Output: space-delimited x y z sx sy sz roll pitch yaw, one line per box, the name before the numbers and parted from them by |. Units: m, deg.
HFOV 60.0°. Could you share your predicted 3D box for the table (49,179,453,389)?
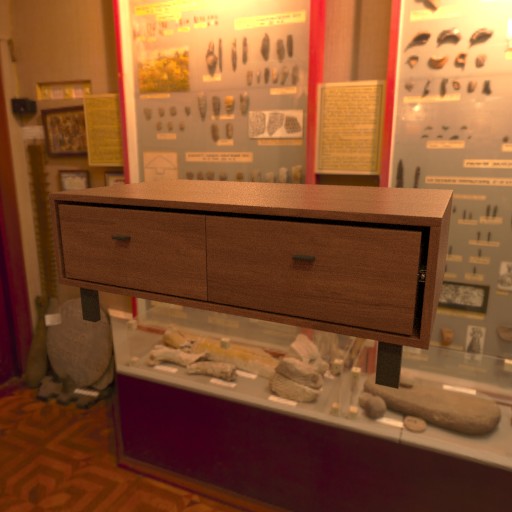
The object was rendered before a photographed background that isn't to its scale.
table | 0.000 0.000 1.318 1.020 0.380 0.600 7 15 24
